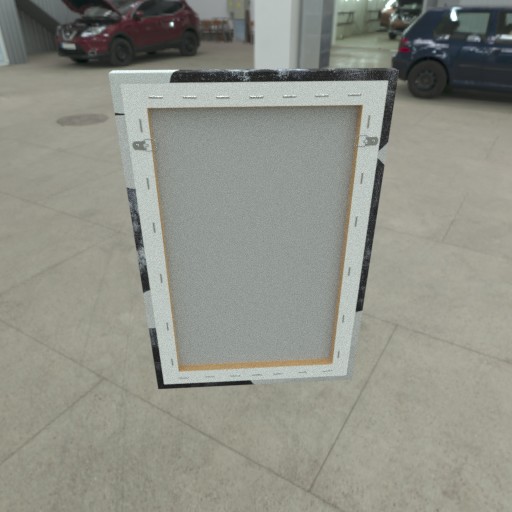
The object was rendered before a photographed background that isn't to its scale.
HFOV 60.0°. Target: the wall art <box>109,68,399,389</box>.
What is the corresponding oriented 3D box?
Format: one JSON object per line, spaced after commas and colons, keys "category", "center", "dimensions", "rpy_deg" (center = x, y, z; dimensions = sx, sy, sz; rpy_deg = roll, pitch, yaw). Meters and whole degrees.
{"category": "wall art", "center": [0.000, 0.000, 1.174], "dimensions": [0.610, 0.915, 0.041], "rpy_deg": [-2, 30, -3]}
